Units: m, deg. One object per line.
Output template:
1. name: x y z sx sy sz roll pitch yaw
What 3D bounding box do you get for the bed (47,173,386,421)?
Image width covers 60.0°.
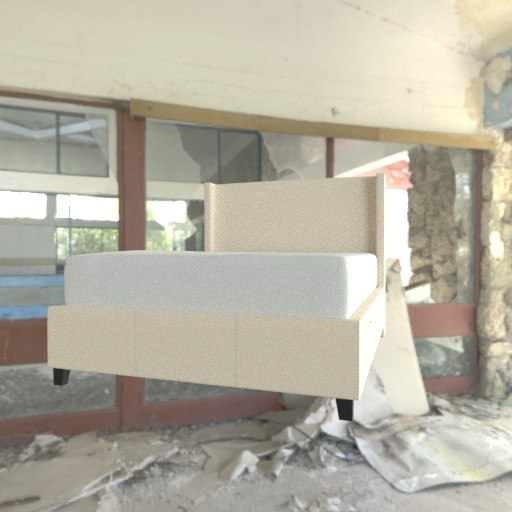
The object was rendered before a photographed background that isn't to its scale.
1. bed: 0.000 0.000 3.328 1.765 1.471 2.280 0 1 19
